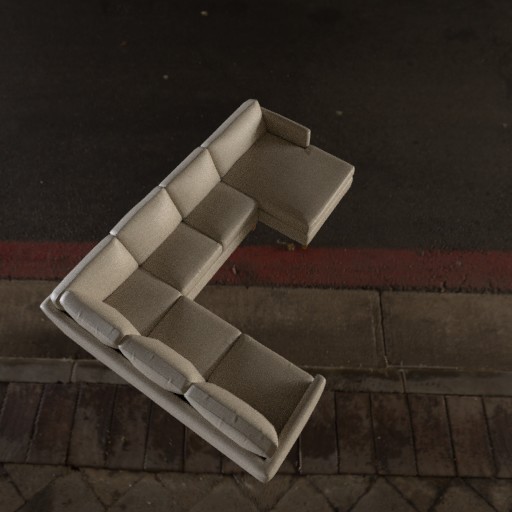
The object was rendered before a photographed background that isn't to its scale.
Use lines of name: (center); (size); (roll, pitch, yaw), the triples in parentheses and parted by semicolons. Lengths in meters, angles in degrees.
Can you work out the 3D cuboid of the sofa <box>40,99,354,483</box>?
sofa: (0.000, 0.000, 4.684); (2.594, 0.961, 3.460); (30, 63, 17)
